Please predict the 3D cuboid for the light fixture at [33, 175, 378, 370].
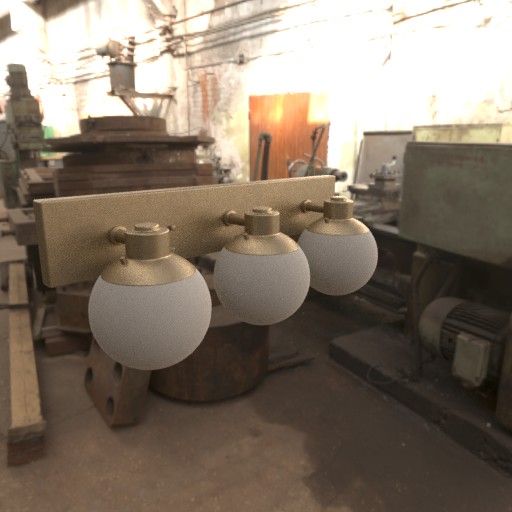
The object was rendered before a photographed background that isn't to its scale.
[{"bbox_3d":[0.000,0.000,0.863,0.721,0.263,0.218,-14,20,-43],"label":"light fixture"}]
